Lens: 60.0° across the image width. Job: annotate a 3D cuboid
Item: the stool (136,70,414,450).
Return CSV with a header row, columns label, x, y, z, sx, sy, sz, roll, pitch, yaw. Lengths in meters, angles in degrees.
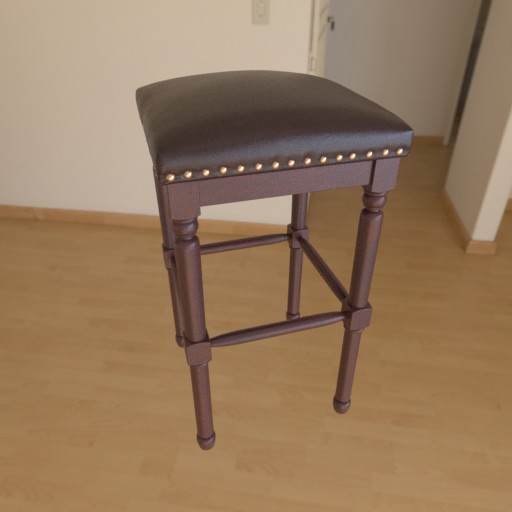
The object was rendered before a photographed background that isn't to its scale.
label,x,y,z,sx,sy,sz,roll,pitch,yaw
stool,0.000,0.000,0.921,0.383,0.702,0.382,-9,34,-14
